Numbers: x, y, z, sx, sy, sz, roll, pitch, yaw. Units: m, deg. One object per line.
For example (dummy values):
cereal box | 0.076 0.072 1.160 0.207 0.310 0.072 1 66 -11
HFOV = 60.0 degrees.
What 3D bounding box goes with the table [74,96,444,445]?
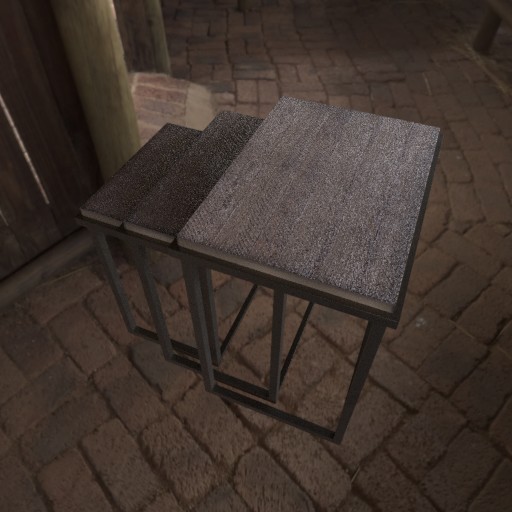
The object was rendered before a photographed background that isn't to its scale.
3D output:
table | 0.000 0.000 1.151 0.706 0.610 0.559 17 50 15
